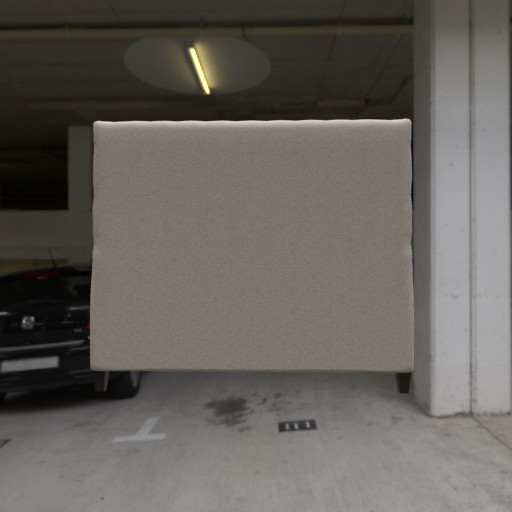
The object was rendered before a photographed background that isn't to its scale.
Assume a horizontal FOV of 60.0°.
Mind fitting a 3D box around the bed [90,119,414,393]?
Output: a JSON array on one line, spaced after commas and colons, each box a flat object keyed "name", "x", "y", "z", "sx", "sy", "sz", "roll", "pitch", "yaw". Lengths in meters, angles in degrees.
[{"name": "bed", "x": 0.000, "y": 0.000, "z": 3.474, "sx": 1.698, "sy": 1.427, "sz": 2.387, "roll": 0, "pitch": 0, "yaw": 1}]
